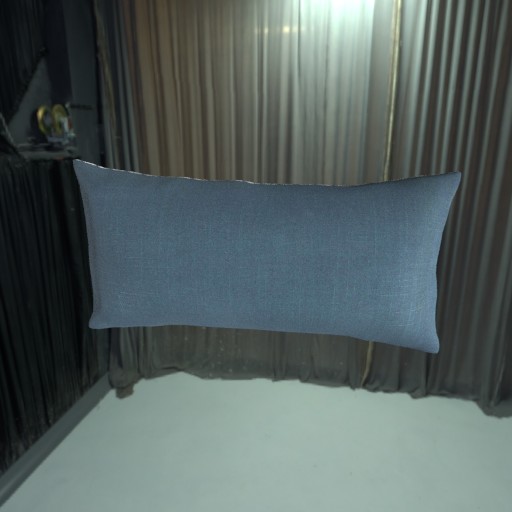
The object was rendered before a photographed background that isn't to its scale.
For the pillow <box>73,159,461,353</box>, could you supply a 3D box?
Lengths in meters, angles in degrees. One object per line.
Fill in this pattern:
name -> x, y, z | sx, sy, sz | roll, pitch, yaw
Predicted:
pillow -> 0.000, 0.000, 0.730 | 0.609, 0.305, 0.151 | 2, 17, 7
